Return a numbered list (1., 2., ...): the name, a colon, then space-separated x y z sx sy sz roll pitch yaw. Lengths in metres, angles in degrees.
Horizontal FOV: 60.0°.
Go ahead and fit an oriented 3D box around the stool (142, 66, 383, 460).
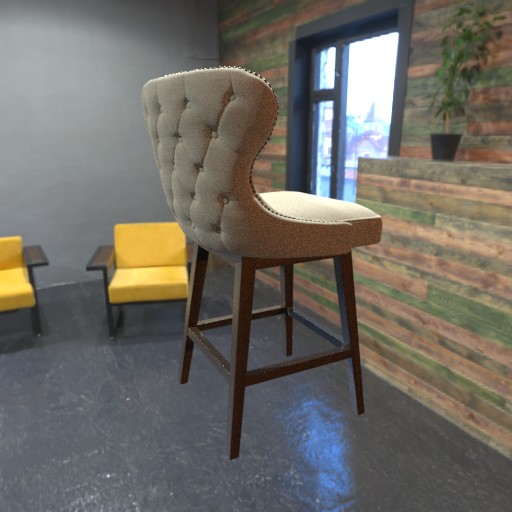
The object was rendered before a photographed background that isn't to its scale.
1. stool: 0.000 0.000 1.329 0.597 0.972 0.615 -8 17 -26
